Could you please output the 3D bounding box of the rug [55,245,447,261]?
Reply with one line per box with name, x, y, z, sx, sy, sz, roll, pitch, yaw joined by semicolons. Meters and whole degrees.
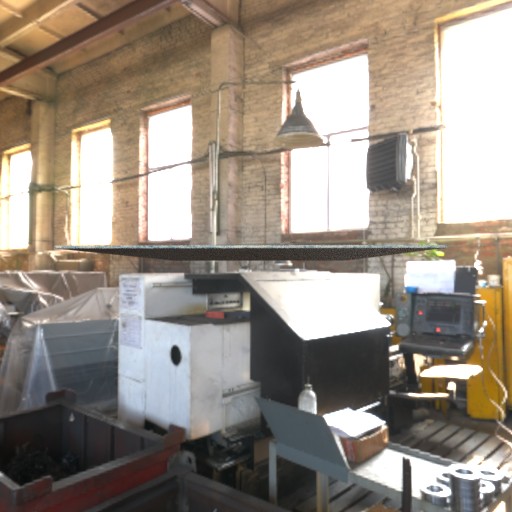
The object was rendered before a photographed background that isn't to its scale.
rug;0.000;0.000;2.318;1.260;0.009;1.820;0;-2;2
